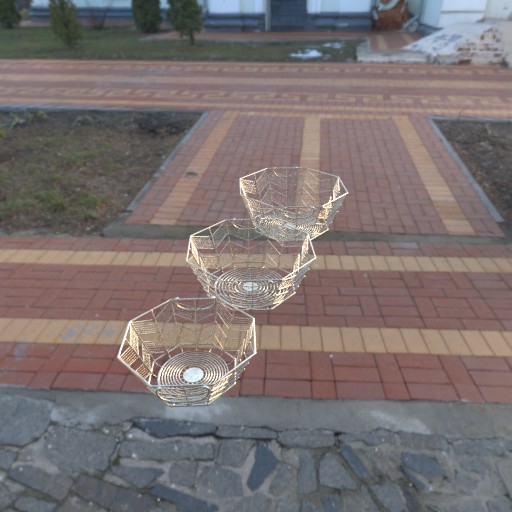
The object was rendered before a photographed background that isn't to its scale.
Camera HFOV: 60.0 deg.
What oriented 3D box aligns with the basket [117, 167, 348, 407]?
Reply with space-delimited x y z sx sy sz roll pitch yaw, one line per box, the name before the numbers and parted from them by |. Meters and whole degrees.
basket | 0.000 0.000 1.418 0.432 0.178 1.246 10 32 17
